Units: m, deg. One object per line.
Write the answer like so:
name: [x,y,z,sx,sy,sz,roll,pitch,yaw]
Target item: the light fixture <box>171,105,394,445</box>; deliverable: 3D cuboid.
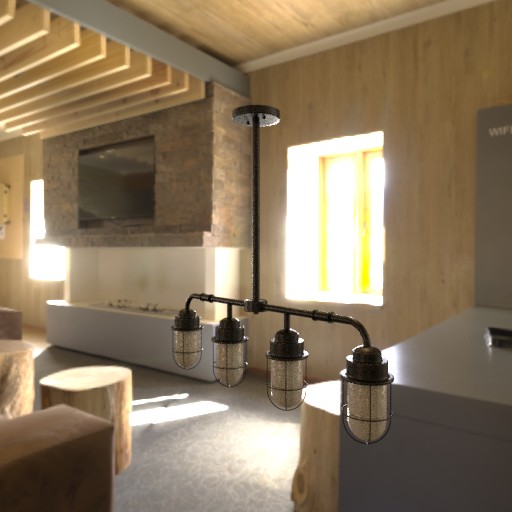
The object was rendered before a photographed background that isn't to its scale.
light fixture: [0.000,0.000,1.220,0.131,0.785,0.852,-1,1,-39]
